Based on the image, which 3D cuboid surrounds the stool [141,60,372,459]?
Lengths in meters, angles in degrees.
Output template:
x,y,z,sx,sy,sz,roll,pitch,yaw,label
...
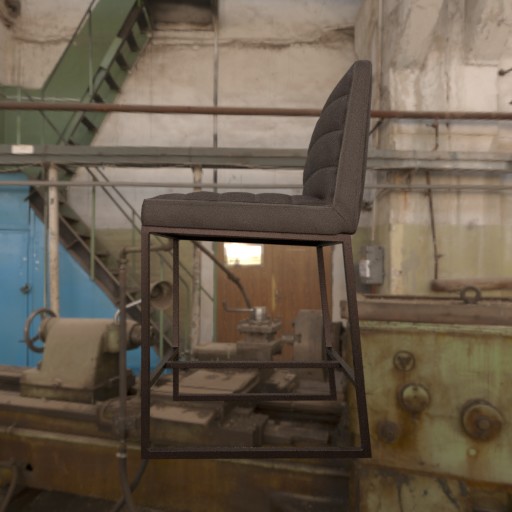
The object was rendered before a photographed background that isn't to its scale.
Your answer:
x,y,z,sx,sy,sz,roll,pitch,yaw,label
0.000,0.000,1.252,0.562,0.946,0.463,0,0,-1,stool
